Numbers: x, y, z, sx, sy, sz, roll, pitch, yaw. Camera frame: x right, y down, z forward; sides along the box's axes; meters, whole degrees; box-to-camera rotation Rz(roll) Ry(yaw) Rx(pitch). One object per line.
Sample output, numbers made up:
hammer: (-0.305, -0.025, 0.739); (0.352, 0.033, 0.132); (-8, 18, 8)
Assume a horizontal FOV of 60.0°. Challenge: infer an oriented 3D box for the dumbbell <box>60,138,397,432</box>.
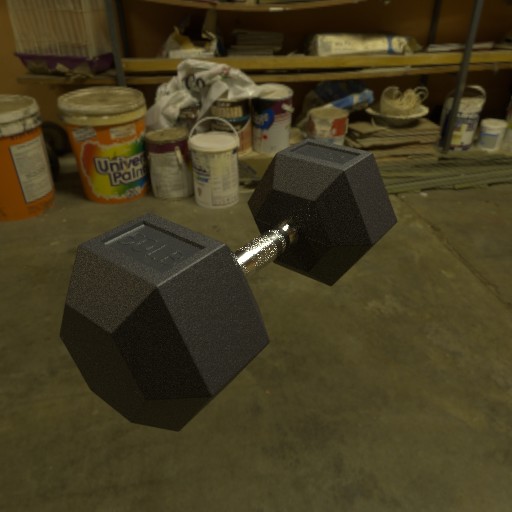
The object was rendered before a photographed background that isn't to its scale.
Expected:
dumbbell: (0.000, 0.000, 0.459); (0.173, 0.150, 0.384); (22, 39, 31)
